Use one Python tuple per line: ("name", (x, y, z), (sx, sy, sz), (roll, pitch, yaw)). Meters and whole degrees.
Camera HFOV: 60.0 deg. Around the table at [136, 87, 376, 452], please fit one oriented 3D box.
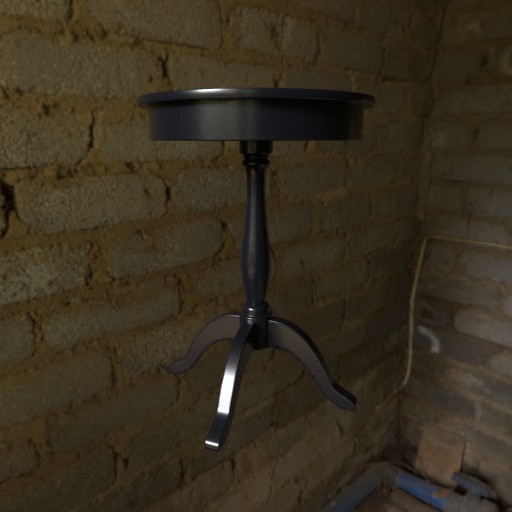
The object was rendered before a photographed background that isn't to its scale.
("table", (0.000, 0.000, 0.997), (0.481, 0.665, 0.481), (0, 15, 0))
